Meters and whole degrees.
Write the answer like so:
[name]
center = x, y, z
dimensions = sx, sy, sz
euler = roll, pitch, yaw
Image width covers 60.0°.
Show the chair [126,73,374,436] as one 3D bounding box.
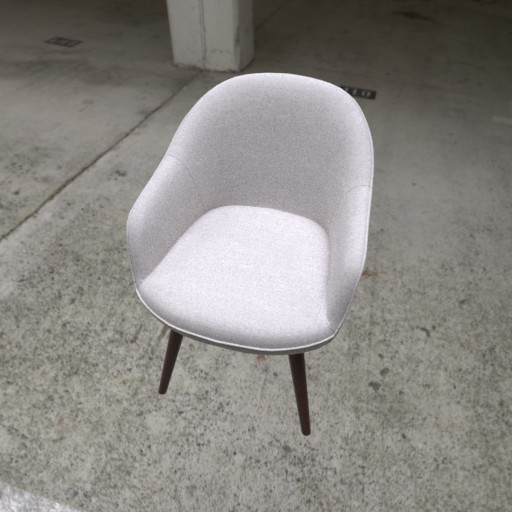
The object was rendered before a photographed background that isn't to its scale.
[chair]
center = 0.000, 0.000, 1.272
dimensions = 0.596, 0.823, 0.635
euler = 11, 42, 13
